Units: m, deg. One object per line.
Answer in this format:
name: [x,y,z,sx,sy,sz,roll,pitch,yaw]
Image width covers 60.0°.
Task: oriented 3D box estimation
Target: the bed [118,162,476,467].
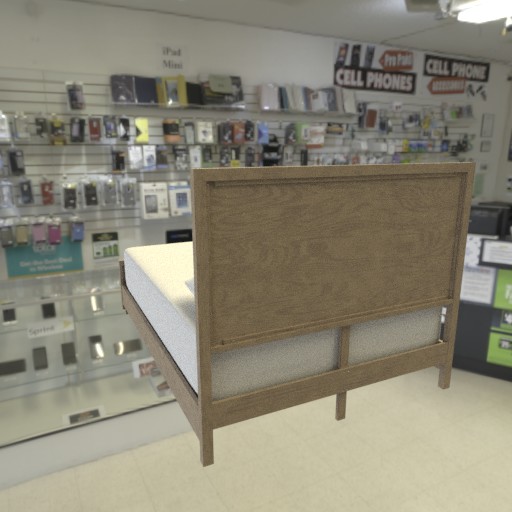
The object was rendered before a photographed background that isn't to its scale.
bed: [0.000,0.000,3.201,1.606,1.369,2.189,-7,15,-25]
